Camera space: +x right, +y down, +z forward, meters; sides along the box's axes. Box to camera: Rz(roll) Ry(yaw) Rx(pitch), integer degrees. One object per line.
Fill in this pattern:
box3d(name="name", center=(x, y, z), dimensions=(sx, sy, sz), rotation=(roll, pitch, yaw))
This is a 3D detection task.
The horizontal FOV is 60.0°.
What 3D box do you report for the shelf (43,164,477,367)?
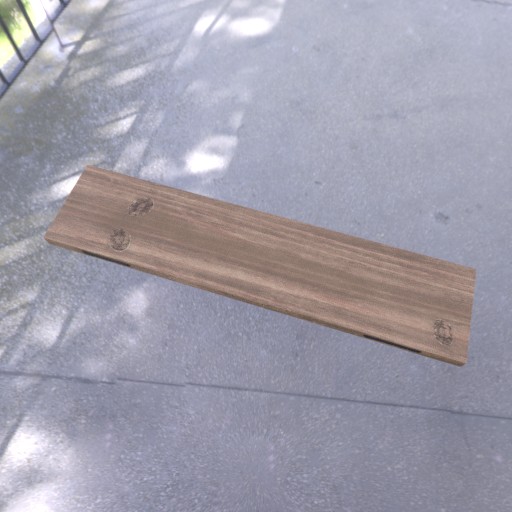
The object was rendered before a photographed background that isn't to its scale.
box3d(name="shelf", center=(0.000, 0.000, 0.646), dimensions=(0.610, 0.020, 0.140), rotation=(16, 65, 8))
